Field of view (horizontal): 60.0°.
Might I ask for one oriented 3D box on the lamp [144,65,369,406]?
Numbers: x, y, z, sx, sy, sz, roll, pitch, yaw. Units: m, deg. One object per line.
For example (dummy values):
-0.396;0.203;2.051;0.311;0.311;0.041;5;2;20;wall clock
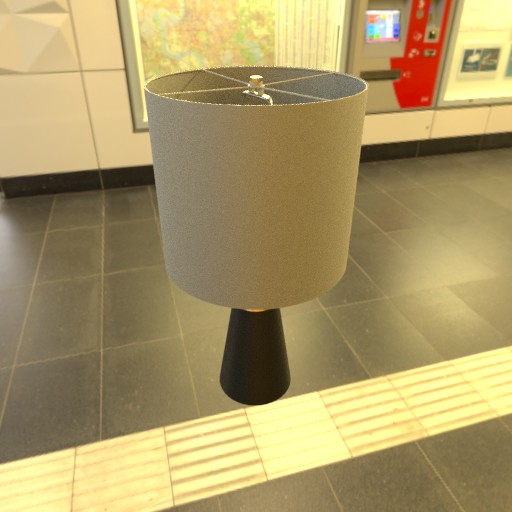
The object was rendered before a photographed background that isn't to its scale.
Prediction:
0.000;0.000;0.766;0.308;0.580;0.308;-20;36;-30;lamp
